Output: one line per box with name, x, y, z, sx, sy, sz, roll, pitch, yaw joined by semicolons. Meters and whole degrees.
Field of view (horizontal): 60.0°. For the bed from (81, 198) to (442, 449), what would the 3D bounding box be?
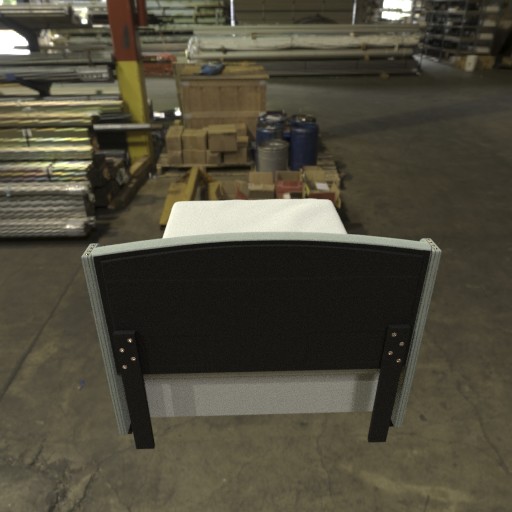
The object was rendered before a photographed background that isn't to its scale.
bed;0.000;0.000;3.342;1.710;1.407;2.237;-1;30;-2
